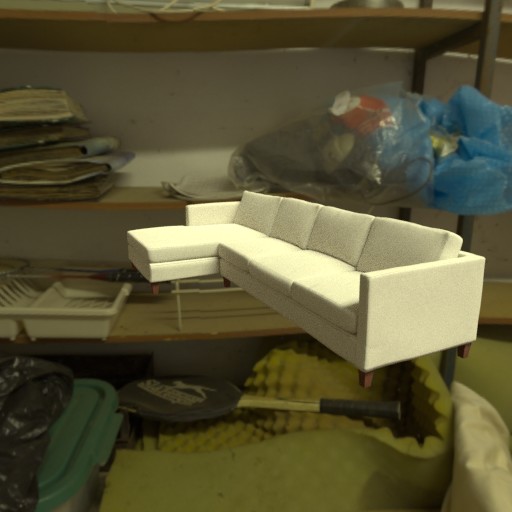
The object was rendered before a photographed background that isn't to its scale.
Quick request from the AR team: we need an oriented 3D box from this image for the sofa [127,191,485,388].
[{"bbox_3d":[0.000,0.000,3.832,1.625,0.846,3.186,-7,16,-26],"label":"sofa"}]
